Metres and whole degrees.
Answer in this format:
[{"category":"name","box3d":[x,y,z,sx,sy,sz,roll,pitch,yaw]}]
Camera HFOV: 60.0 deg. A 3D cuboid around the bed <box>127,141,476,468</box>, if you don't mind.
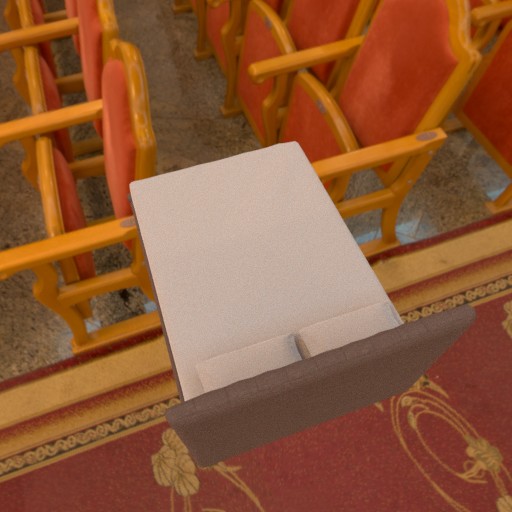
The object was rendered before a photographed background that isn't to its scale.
[{"category":"bed","box3d":[0.000,0.000,3.375,1.698,1.427,2.387,-16,59,-10]}]
